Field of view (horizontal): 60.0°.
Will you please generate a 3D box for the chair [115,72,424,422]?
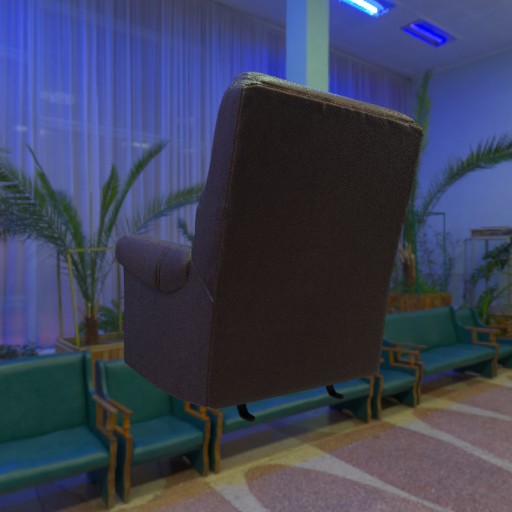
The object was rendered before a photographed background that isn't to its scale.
[{"bbox_3d":[0.000,0.000,1.736,0.838,1.054,1.014,0,0,-34],"label":"chair"}]
